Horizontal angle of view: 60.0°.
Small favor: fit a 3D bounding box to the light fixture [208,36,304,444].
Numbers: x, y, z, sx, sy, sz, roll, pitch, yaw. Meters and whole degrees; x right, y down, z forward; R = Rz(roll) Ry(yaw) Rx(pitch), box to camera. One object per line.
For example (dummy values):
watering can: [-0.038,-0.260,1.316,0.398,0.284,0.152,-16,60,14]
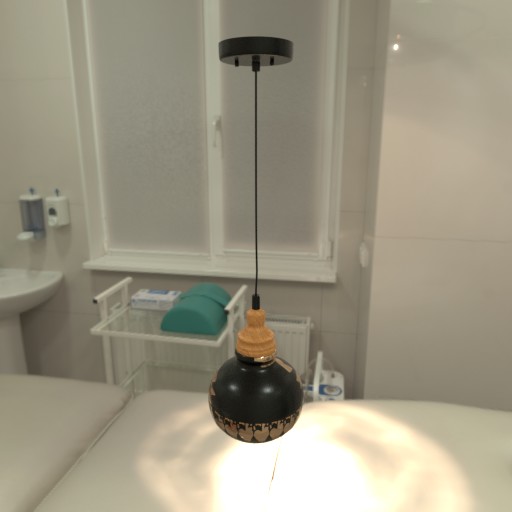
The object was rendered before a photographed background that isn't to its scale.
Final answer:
light fixture: [0.000,0.000,1.834,0.430,1.606,0.430,3,15,11]
